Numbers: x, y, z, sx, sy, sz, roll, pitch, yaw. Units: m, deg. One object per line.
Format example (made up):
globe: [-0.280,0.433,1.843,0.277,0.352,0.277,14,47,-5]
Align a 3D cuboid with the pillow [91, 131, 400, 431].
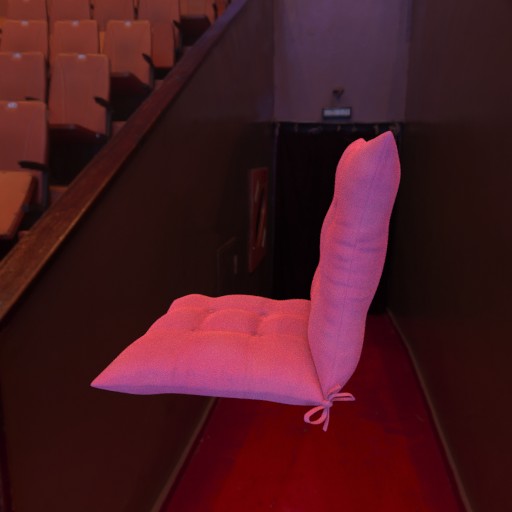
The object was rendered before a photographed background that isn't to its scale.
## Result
pillow: [0.000,0.000,1.021,0.585,0.536,0.541,2,14,8]
